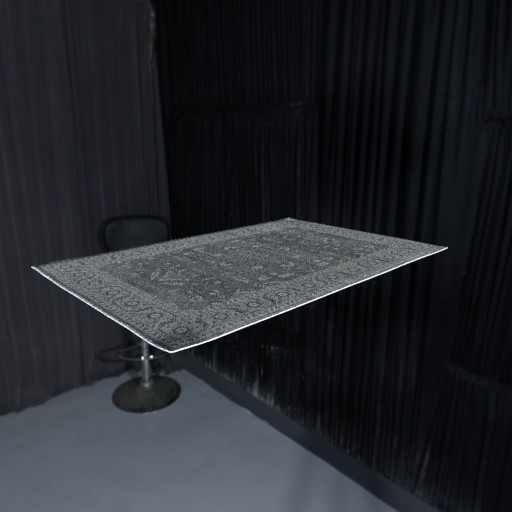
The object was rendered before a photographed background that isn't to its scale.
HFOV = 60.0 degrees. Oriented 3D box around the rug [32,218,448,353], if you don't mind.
[{"bbox_3d":[0.000,0.000,2.299,1.828,0.019,1.209,-14,21,-42],"label":"rug"}]
